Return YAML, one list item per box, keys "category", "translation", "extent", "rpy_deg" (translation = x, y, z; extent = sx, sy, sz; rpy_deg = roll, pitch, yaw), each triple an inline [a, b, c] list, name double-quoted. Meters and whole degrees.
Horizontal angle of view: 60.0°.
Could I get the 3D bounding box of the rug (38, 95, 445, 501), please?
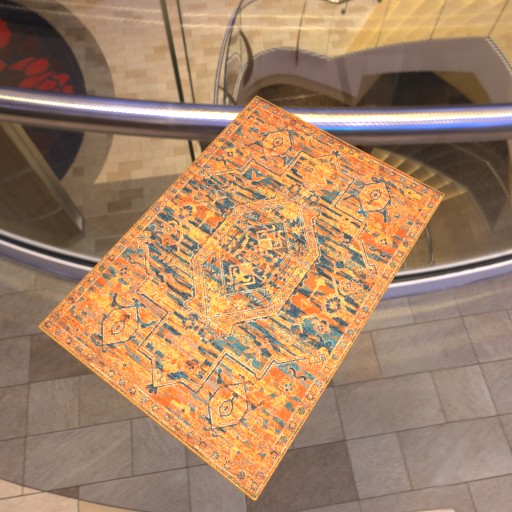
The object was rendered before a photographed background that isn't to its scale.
- category: "rug"
  translation: [0.000, 0.000, 3.659]
  extent: [2.043, 0.019, 2.916]
  rpy_deg: [32, 69, 14]
